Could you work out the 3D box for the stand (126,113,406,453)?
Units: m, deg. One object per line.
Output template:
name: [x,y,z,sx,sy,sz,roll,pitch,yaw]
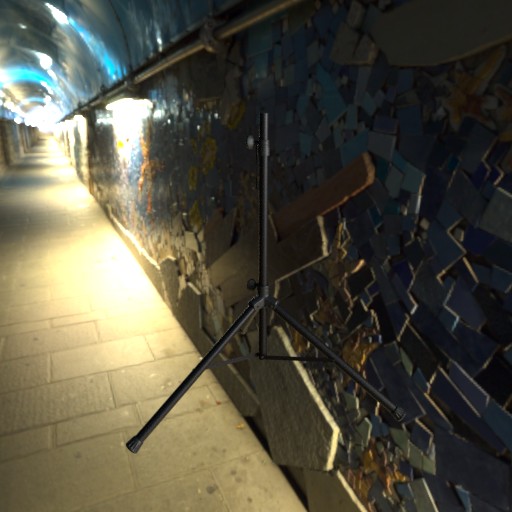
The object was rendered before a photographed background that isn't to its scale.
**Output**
stand: [0.000,0.000,1.864,1.045,1.136,0.907,-2,17,-8]
